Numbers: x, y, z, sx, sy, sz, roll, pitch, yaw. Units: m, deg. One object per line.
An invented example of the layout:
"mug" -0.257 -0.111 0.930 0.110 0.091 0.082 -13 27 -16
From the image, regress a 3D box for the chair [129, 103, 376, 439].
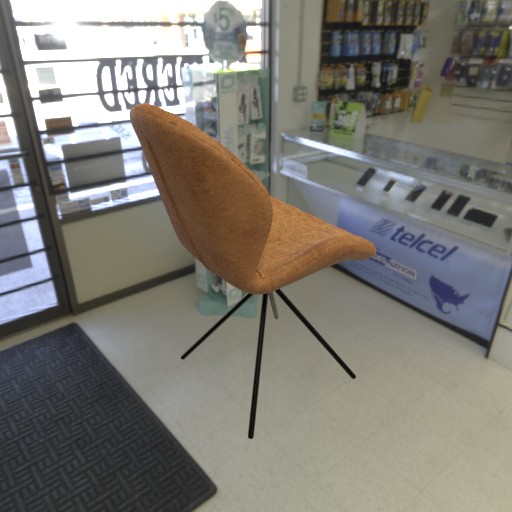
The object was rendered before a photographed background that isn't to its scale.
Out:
"chair" 0.000 0.000 1.344 0.640 0.929 0.527 -18 32 -31
